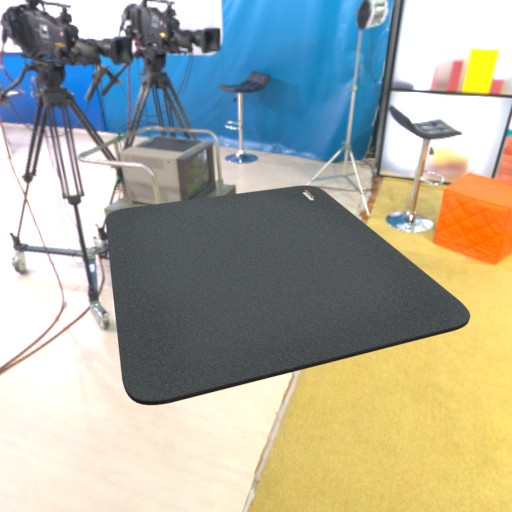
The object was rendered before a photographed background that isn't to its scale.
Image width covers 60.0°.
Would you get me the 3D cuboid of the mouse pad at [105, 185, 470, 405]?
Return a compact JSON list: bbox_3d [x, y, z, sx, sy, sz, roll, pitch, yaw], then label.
[{"bbox_3d":[0.000,0.000,0.324,0.203,0.003,0.229,-10,32,-16],"label":"mouse pad"}]
